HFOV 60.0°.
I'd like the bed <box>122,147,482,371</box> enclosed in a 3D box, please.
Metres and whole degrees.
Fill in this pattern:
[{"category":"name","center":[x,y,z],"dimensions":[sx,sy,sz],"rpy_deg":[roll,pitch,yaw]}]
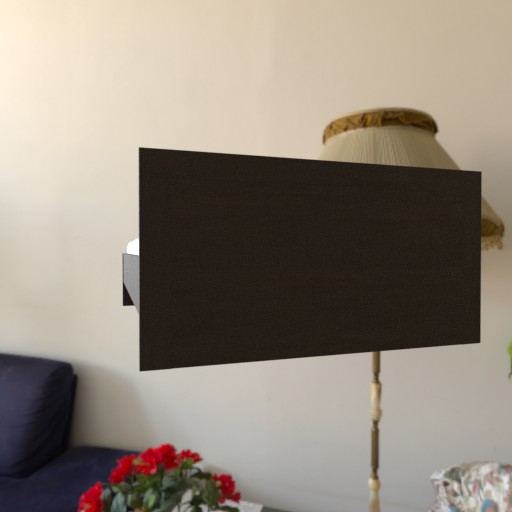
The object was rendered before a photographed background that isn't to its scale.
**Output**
[{"category":"bed","center":[0.000,0.000,2.848],"dimensions":[1.585,0.823,2.073],"rpy_deg":[0,1,-18]}]
